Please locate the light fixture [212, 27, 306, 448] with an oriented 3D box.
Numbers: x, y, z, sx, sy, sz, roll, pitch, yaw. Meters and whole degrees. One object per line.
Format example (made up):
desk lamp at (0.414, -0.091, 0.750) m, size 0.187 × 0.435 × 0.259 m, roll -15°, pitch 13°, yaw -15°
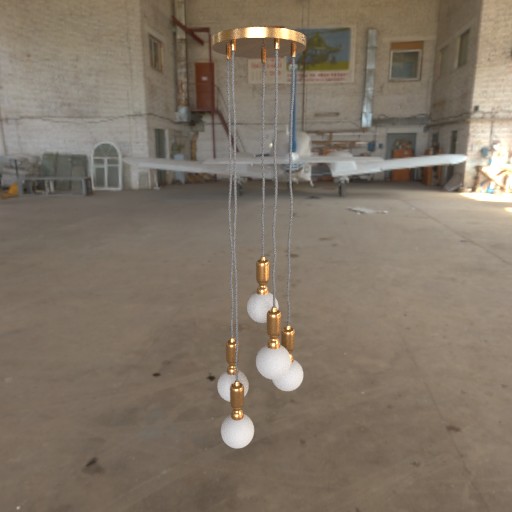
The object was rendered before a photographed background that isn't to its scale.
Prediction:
light fixture at (0.000, 0.000, 0.508) m, size 0.105 × 0.457 × 0.108 m, roll 7°, pitch 15°, yaw 26°
